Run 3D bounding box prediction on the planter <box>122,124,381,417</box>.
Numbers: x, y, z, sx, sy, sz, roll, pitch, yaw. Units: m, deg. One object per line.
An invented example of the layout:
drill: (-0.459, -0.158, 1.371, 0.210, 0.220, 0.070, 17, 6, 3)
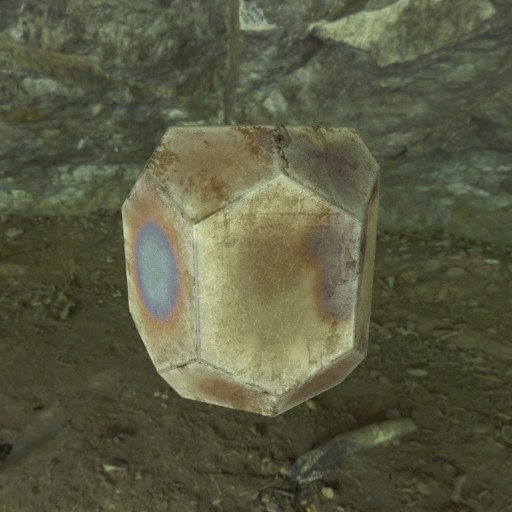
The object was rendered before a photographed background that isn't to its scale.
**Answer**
planter: (0.000, 0.000, 0.428, 0.243, 0.238, 0.221, -2, 15, -9)
